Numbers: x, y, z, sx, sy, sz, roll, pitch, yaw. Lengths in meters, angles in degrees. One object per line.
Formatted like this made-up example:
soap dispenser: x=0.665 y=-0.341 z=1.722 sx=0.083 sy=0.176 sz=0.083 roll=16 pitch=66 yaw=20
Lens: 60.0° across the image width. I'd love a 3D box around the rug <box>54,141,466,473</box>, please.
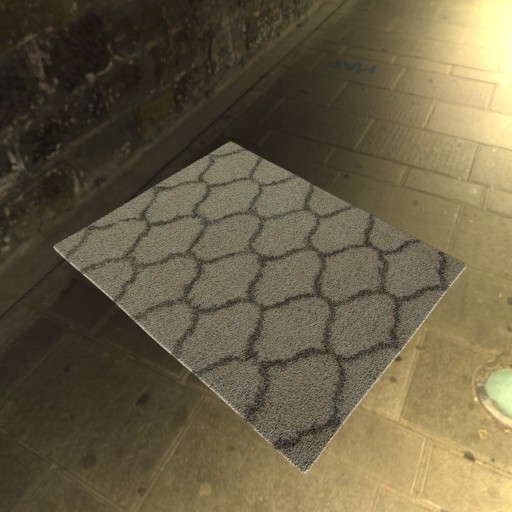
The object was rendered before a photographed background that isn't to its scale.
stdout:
rug: x=0.000 y=0.000 z=4.091 sx=3.000 sy=0.026 sz=2.399 roll=34 pitch=56 yaw=27
